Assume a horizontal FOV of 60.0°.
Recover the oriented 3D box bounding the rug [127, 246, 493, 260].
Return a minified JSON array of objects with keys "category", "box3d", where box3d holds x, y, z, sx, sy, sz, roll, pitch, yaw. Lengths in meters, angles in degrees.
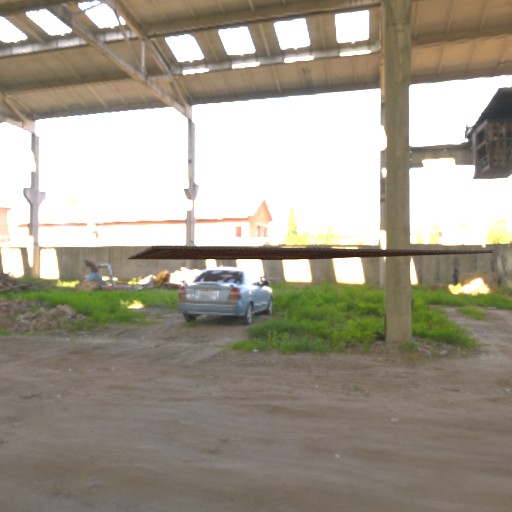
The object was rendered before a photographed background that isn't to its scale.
[{"category":"rug","box3d":[0.000,0.000,2.266,1.207,0.012,1.820,0,-1,-18]}]
